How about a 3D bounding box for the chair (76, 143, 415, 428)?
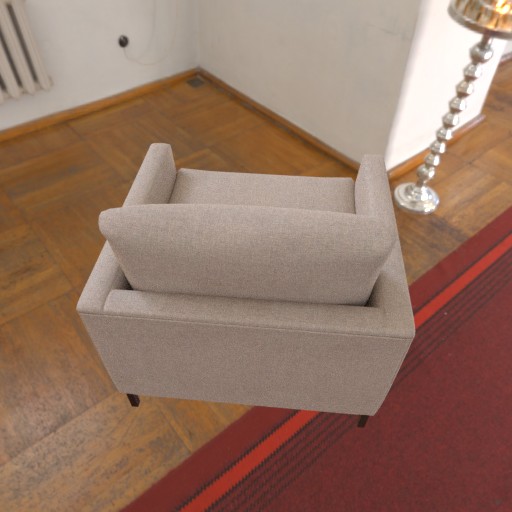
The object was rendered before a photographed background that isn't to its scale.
[{"bbox_3d":[0.000,0.000,1.627,0.963,0.861,0.866,4,47,4],"label":"chair"}]
